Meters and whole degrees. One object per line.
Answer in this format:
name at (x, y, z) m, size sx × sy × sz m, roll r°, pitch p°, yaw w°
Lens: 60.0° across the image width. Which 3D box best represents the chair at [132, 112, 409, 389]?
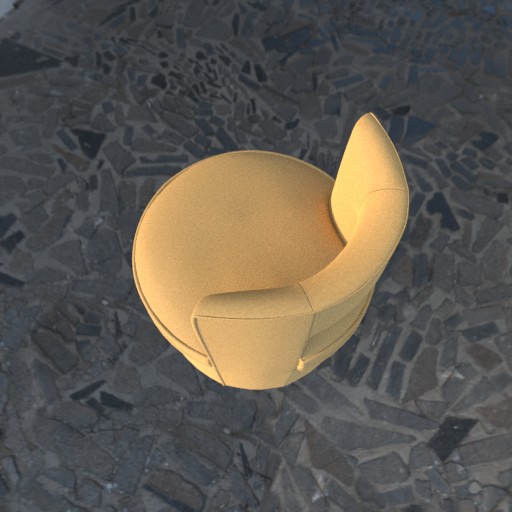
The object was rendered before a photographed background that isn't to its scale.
chair at (0.000, 0.000, 1.231) m, size 0.665 × 0.723 × 0.650 m, roll 34°, pitch 68°, yaw 16°
